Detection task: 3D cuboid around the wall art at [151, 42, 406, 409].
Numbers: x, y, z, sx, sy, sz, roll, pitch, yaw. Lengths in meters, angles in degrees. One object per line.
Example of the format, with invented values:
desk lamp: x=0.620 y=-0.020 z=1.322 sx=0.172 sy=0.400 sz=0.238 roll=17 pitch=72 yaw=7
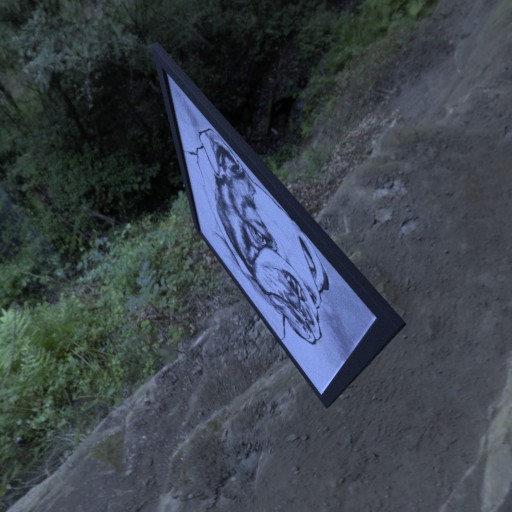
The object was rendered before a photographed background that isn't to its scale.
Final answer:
wall art: x=0.000 y=0.000 z=0.835 sx=0.012 sy=0.558 sz=0.562 roll=-32 pitch=67 yaw=-15
